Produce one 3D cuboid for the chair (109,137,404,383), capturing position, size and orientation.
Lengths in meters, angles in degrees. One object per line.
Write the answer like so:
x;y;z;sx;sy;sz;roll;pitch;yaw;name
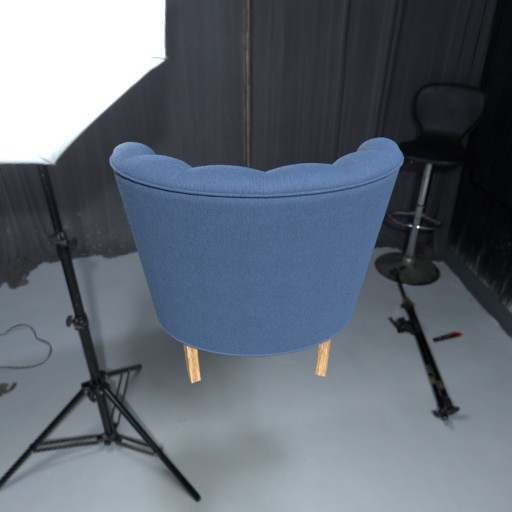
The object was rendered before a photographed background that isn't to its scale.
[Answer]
0.000;0.000;1.376;0.740;0.771;0.718;-2;30;-3;chair
